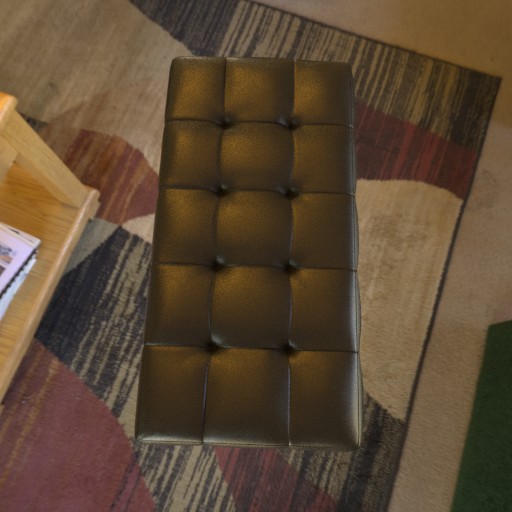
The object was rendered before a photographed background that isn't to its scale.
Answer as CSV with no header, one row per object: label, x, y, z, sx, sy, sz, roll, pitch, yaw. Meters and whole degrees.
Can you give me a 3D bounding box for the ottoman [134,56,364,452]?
ottoman,0.000,0.000,1.106,0.432,0.470,0.838,2,75,1
